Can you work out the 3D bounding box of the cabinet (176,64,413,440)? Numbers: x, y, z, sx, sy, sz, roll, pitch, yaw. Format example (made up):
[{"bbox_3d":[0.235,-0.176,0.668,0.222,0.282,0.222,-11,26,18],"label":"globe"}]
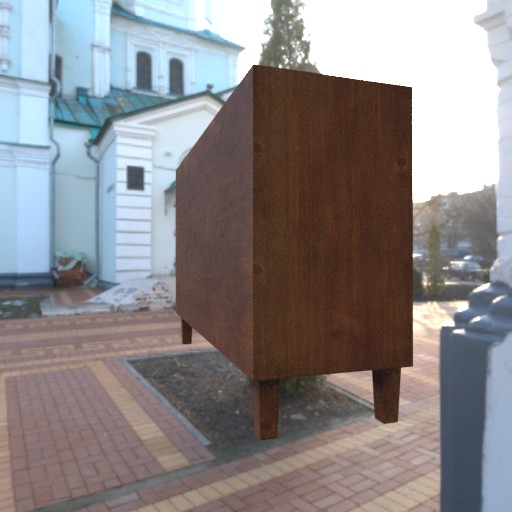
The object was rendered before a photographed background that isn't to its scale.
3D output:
[{"bbox_3d":[0.000,0.000,1.567,0.403,0.805,1.204,0,0,-18],"label":"cabinet"}]
